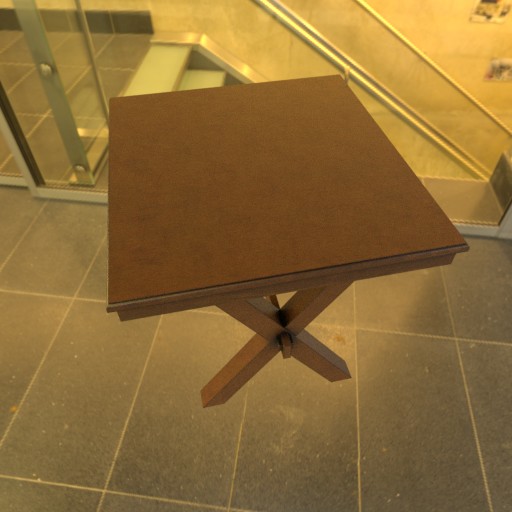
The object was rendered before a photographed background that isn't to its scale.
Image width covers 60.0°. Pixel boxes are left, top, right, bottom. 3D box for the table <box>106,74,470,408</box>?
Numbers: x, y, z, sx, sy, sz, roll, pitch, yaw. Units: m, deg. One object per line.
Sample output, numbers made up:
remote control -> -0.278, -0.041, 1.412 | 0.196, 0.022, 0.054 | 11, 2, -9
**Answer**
table -> 0.000, 0.000, 1.060 | 0.560, 0.562, 0.602 | -9, 48, -8
